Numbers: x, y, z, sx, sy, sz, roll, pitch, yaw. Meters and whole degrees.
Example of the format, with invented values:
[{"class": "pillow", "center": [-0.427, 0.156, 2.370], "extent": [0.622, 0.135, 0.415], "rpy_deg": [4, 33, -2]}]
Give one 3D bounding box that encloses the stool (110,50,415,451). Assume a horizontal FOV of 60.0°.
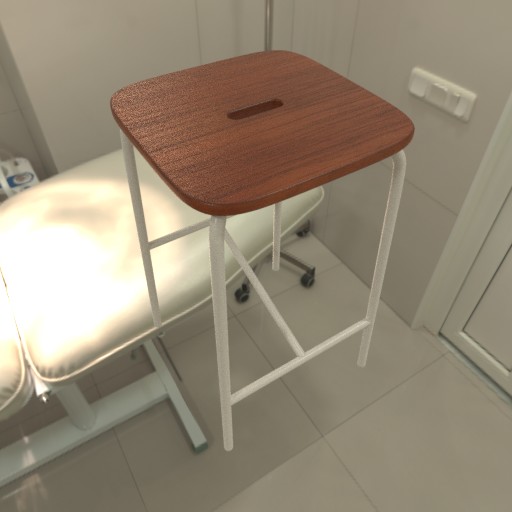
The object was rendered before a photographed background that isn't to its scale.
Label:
[{"class": "stool", "center": [0.000, 0.000, 0.859], "extent": [0.376, 0.610, 0.376], "rpy_deg": [-24, 51, -22]}]
